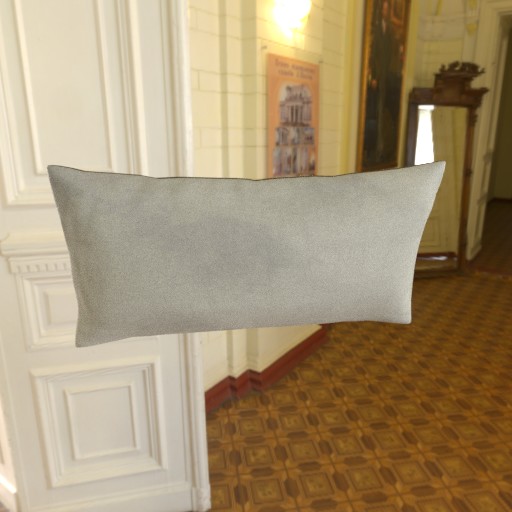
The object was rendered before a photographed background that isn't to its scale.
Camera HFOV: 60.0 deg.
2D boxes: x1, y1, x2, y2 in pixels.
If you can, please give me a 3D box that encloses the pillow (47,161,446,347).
[{"bbox_3d":[0.000,0.000,0.732,0.608,0.305,0.156,-3,16,-9],"label":"pillow"}]
